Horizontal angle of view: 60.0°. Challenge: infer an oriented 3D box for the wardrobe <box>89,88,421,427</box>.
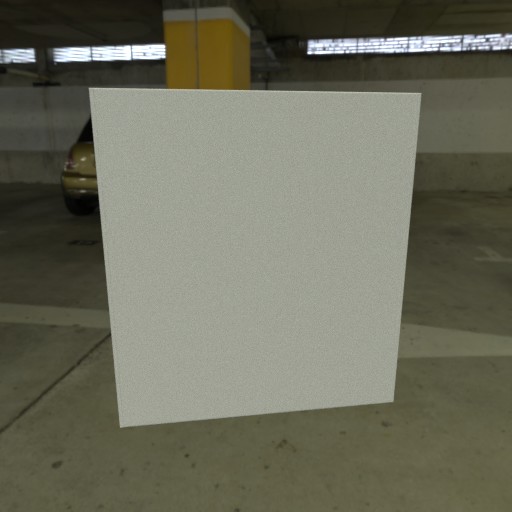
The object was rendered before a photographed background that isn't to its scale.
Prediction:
[{"bbox_3d":[0.000,0.000,2.959,1.830,2.020,0.600,-2,15,-8],"label":"wardrobe"}]
